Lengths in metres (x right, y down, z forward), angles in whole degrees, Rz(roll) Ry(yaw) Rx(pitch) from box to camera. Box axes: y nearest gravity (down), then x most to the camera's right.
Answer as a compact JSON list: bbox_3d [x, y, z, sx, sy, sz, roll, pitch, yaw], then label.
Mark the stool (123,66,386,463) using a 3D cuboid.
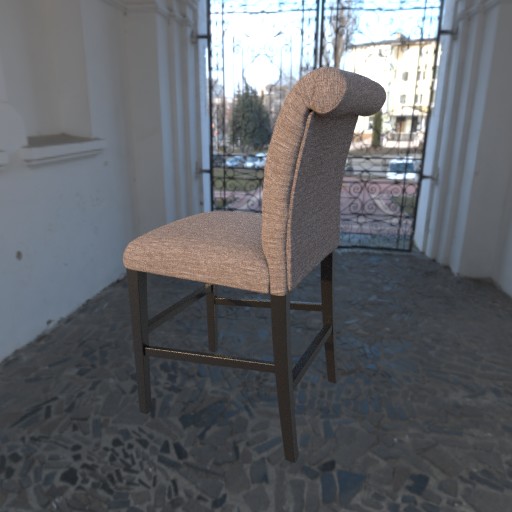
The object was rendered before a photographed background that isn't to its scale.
[{"bbox_3d":[0.000,0.000,1.293,0.611,0.970,0.457,8,19,24],"label":"stool"}]
